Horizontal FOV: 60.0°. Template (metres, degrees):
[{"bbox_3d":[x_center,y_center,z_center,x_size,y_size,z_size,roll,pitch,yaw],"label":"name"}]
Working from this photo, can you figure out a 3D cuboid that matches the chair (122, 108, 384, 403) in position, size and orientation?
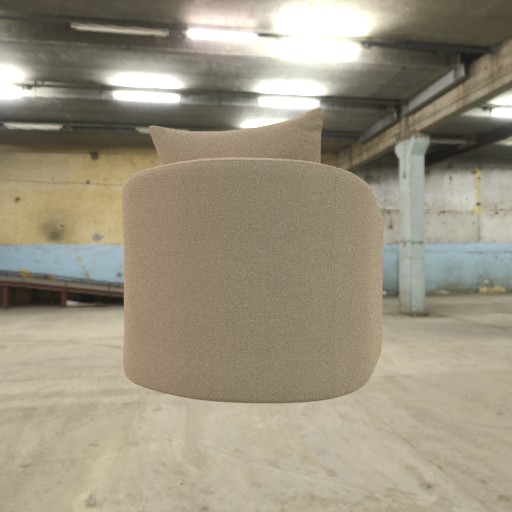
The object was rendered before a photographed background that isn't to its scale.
[{"bbox_3d":[0.000,0.000,1.602,0.845,0.848,0.910,0,-1,20],"label":"chair"}]
